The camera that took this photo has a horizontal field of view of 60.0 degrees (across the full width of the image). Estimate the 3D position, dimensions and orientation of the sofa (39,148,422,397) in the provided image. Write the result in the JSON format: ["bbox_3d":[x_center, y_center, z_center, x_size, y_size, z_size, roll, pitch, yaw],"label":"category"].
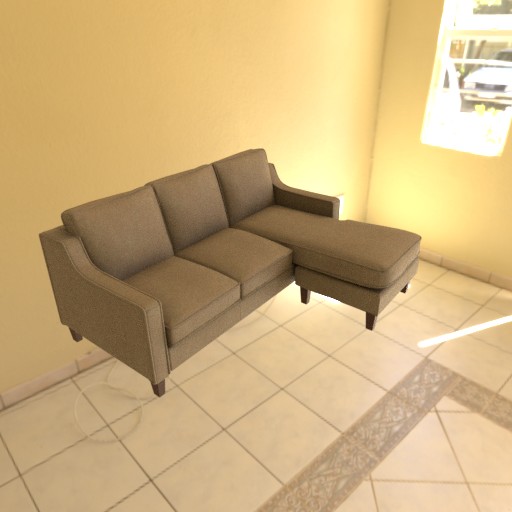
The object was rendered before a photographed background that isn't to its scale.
[{"bbox_3d":[0.000,0.000,3.395,1.858,1.081,2.317,19,33,33],"label":"sofa"}]
